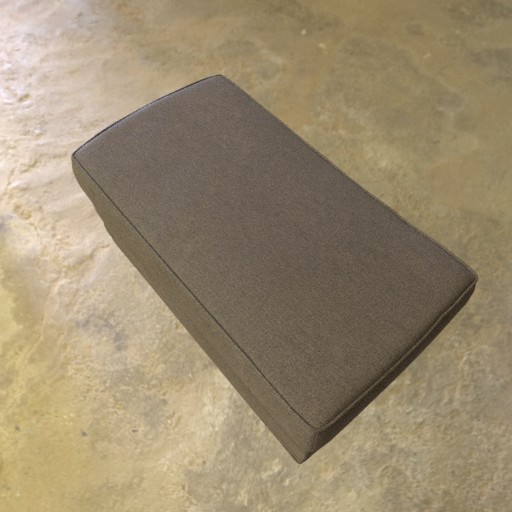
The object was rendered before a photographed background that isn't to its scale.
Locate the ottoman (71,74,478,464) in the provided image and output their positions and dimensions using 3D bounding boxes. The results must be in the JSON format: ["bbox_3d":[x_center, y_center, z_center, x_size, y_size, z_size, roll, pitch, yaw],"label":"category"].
[{"bbox_3d":[0.000,0.000,1.117,0.490,0.448,0.864,-36,65,-20],"label":"ottoman"}]
